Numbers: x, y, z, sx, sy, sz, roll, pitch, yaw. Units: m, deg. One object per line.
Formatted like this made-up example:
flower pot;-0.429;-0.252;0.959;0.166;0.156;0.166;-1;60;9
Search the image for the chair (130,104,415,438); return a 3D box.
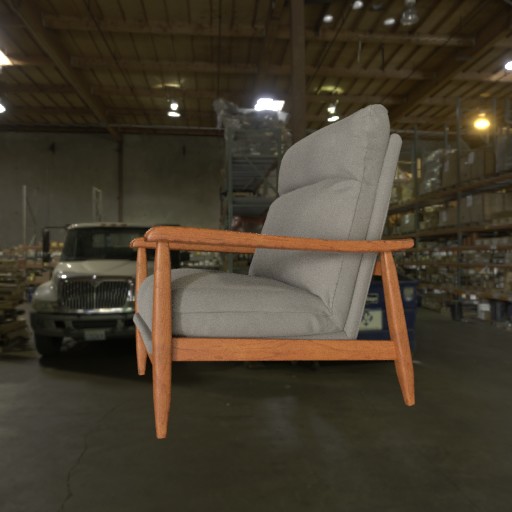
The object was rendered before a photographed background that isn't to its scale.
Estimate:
chair;0.000;0.000;1.548;0.816;0.922;0.782;0;0;-19
